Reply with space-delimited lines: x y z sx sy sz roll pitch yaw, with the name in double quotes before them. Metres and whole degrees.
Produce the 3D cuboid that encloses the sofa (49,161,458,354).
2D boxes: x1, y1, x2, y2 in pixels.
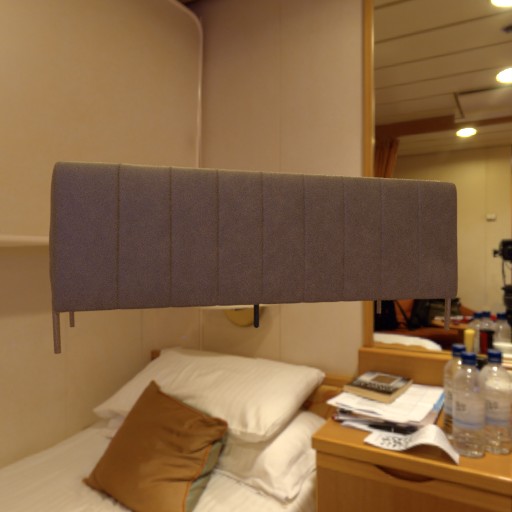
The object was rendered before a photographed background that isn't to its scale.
"sofa" 0.000 0.000 2.401 1.980 0.779 0.876 0 0 -17
